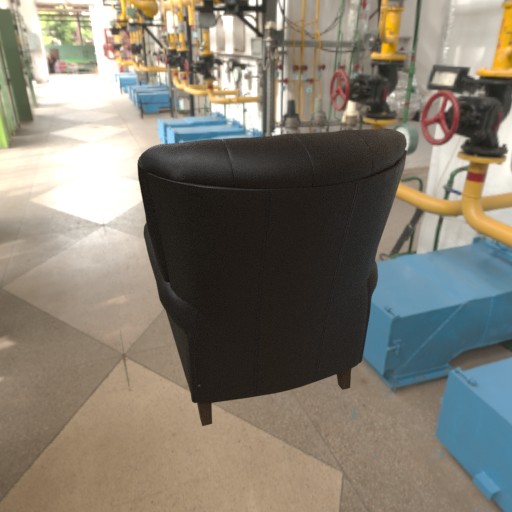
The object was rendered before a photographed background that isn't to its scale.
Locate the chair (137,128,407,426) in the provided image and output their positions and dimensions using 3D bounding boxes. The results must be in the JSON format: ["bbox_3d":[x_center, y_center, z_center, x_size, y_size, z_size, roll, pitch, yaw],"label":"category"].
[{"bbox_3d":[0.000,0.000,1.912,0.948,1.158,1.058,-8,26,-17],"label":"chair"}]
